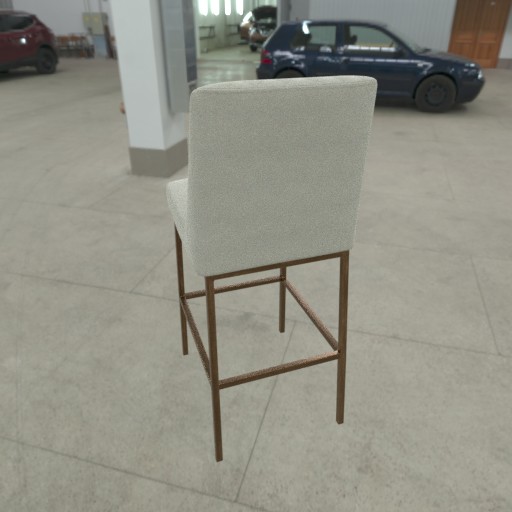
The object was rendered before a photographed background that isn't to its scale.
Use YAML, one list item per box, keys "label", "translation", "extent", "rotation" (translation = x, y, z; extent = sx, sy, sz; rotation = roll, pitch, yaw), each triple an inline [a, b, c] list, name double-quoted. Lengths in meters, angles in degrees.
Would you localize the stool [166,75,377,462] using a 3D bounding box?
- label: "stool"
  translation: [0.000, 0.000, 1.368]
  extent: [0.462, 1.084, 0.546]
  rotation: [-10, 30, -17]
